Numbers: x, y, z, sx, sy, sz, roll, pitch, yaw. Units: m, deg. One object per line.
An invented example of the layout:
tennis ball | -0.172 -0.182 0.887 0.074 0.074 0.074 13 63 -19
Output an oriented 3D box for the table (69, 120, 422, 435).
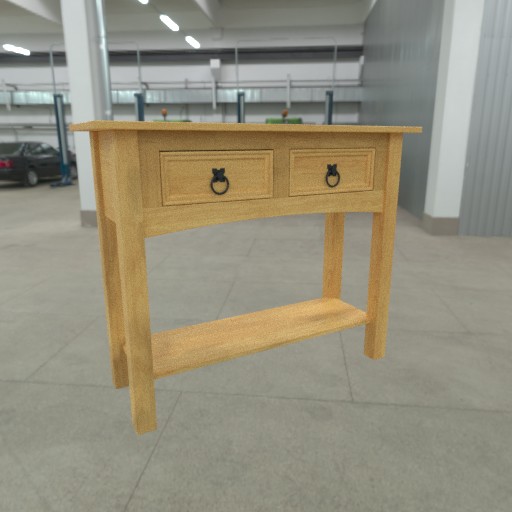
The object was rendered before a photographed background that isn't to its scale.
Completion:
table | 0.000 0.000 1.289 0.900 0.728 0.340 -8 17 -28
